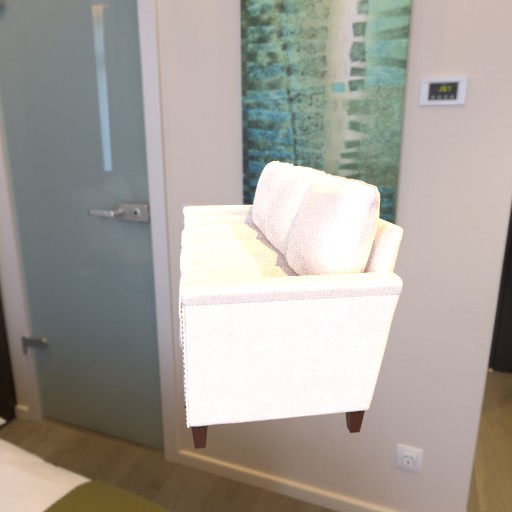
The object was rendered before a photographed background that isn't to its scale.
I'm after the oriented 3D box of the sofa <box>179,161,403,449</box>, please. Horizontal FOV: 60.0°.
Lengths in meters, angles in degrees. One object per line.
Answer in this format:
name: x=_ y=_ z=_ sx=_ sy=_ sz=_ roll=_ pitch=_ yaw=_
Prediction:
sofa: x=0.000 y=0.000 z=2.444 sx=0.828 sy=0.961 sz=1.925 roll=-2 pitch=15 yaw=-8
